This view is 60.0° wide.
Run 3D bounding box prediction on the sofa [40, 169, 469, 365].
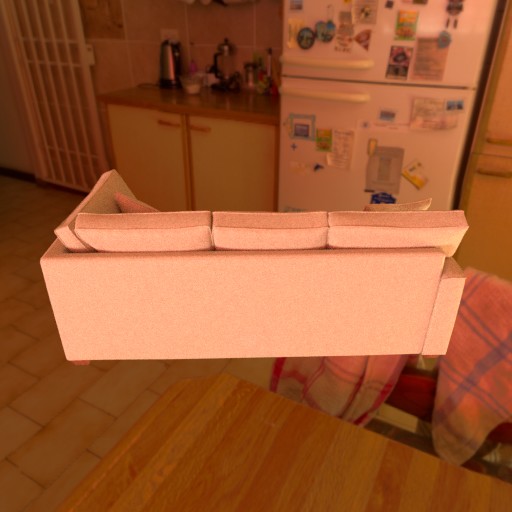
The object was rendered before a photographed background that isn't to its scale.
[{"bbox_3d":[0.000,0.000,2.930,2.317,0.962,1.061,-1,30,-1],"label":"sofa"}]
